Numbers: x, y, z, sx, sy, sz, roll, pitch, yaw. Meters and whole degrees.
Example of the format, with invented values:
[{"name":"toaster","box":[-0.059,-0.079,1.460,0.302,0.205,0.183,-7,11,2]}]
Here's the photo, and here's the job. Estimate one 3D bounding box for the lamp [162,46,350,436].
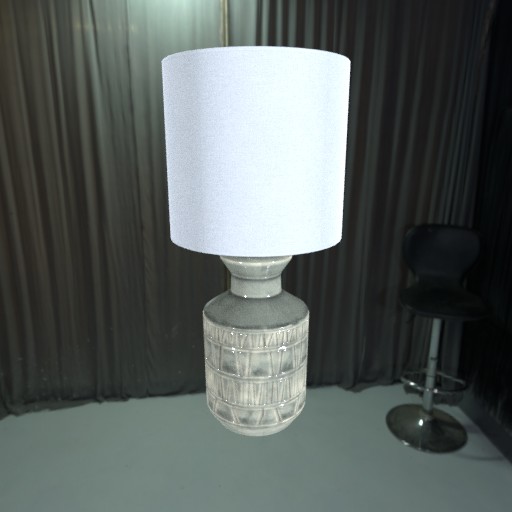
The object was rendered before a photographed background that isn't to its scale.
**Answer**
[{"name":"lamp","box":[0.000,0.000,0.566,0.211,0.455,0.211,-2,15,-9]}]
